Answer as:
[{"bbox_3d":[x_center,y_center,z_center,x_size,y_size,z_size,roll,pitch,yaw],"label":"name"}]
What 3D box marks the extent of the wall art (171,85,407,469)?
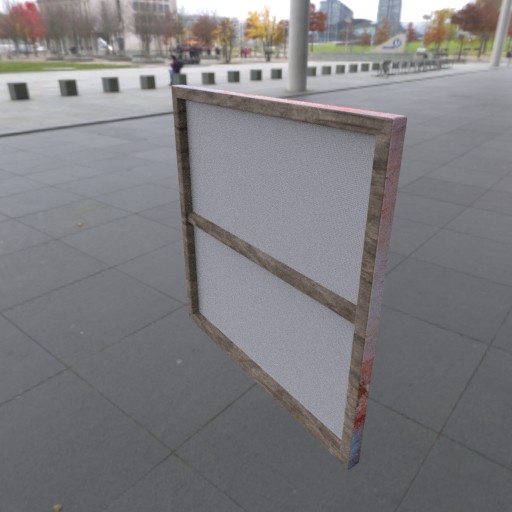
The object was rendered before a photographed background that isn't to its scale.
[{"bbox_3d":[0.000,0.000,1.096,0.035,0.747,0.747,-17,30,-32],"label":"wall art"}]
